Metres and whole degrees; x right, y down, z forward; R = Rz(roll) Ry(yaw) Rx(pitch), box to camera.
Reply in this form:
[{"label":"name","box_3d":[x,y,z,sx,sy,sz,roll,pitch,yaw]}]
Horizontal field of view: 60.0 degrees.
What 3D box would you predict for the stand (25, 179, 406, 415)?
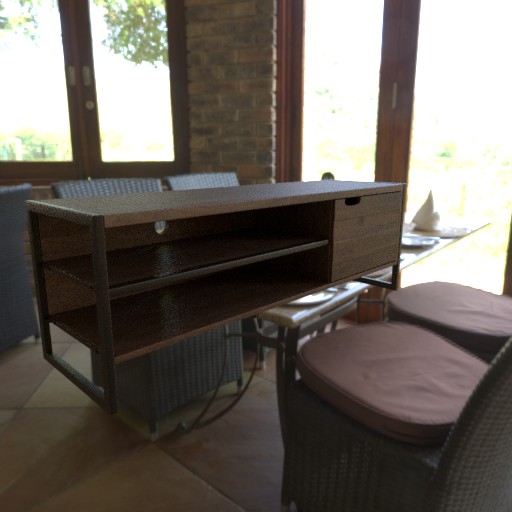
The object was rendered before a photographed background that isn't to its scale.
[{"label":"stand","box_3d":[0.000,0.000,1.720,1.480,0.506,0.454,-13,18,-43]}]
